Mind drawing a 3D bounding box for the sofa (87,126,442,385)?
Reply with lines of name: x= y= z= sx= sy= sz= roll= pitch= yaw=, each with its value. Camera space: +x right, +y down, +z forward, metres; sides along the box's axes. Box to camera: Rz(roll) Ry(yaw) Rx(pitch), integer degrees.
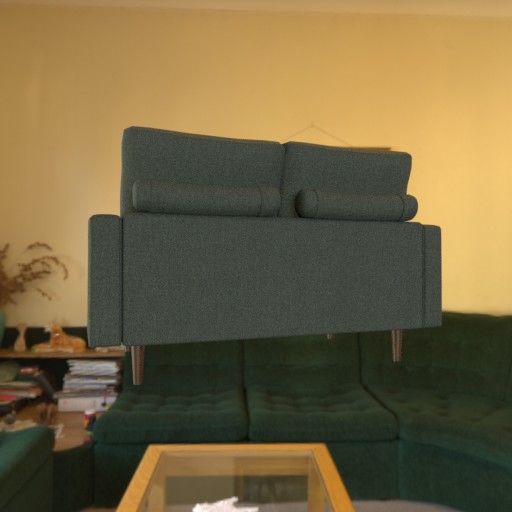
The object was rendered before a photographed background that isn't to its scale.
sofa: x=0.000 y=0.000 z=2.007 sx=1.407 sy=0.907 sz=0.842 roll=0 pitch=-1 yaw=-19
